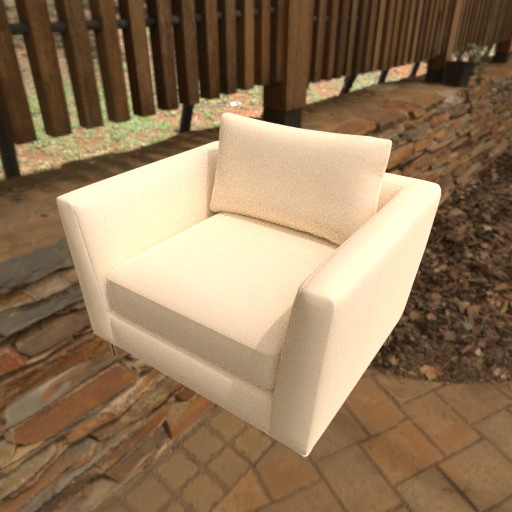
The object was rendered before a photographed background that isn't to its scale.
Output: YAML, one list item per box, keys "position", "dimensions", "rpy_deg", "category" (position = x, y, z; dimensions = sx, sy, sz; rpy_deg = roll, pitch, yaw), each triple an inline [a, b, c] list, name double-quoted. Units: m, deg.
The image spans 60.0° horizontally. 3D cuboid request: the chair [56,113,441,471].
- position: [0.000, 0.000, 1.650]
  dimensions: [1.041, 0.865, 0.889]
  rpy_deg: [19, 35, 30]
  category: "chair"
